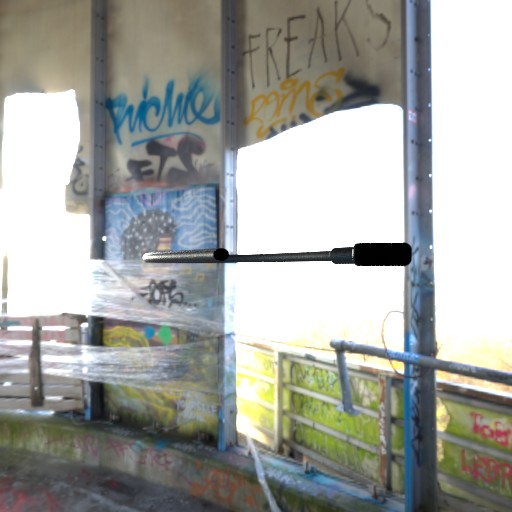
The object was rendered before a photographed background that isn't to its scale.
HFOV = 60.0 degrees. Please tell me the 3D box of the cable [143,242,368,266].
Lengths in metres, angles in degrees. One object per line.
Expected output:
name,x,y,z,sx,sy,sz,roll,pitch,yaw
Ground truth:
cable,0.000,0.000,0.114,0.040,0.006,0.098,1,-2,-36
